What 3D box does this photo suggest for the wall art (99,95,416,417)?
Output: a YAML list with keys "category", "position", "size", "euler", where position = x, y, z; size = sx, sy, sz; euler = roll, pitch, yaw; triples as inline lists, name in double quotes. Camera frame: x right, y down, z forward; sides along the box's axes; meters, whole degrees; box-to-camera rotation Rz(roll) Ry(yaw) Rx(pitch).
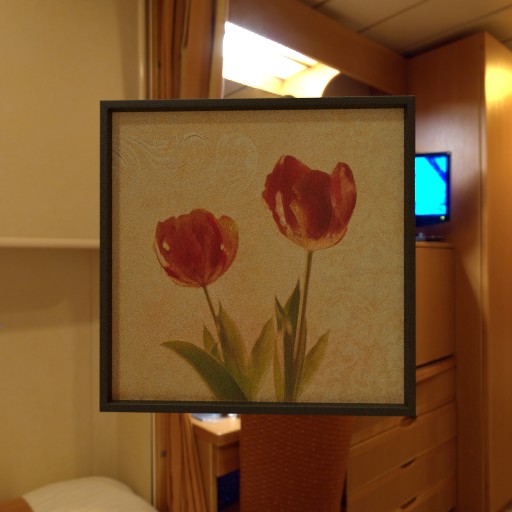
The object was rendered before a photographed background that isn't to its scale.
- category: "wall art"
  position: [0.000, 0.000, 0.508]
  size: [0.349, 0.349, 0.038]
  euler: [0, 0, 2]
